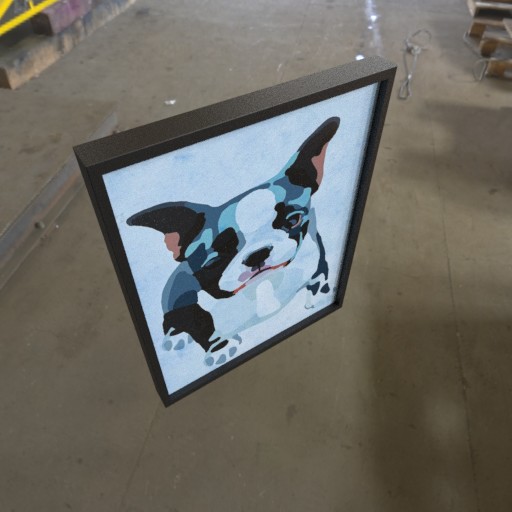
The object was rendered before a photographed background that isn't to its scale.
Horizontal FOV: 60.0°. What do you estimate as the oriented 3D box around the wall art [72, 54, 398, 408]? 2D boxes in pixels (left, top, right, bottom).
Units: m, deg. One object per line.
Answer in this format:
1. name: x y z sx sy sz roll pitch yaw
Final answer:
1. wall art: 0.000 0.000 0.497 0.294 0.369 0.030 -25 51 -22
